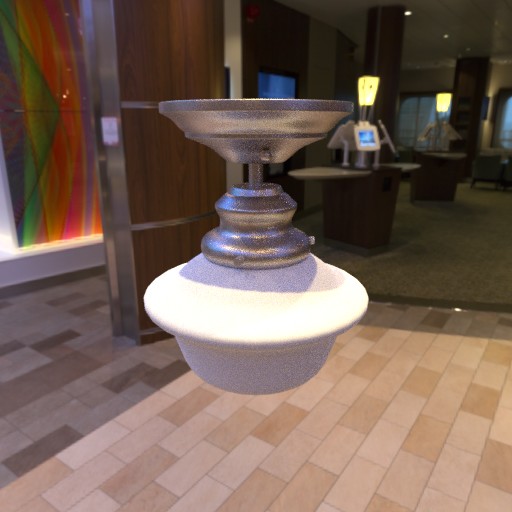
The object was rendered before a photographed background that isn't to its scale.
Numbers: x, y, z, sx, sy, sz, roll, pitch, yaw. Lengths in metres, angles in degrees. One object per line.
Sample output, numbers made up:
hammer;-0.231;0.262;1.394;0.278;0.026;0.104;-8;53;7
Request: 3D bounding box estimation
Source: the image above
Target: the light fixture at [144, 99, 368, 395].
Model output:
light fixture;0.000;0.000;0.390;0.199;0.254;0.199;0;17;0
